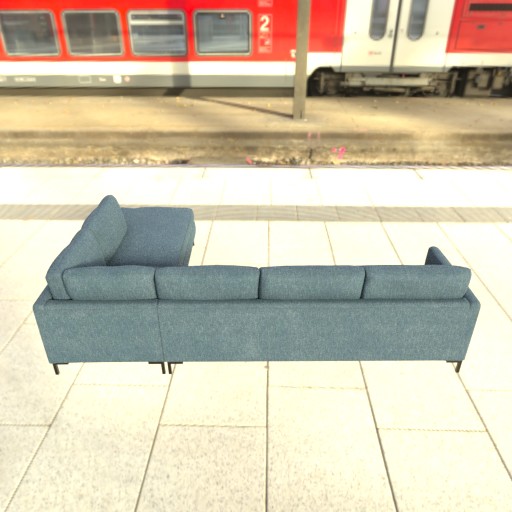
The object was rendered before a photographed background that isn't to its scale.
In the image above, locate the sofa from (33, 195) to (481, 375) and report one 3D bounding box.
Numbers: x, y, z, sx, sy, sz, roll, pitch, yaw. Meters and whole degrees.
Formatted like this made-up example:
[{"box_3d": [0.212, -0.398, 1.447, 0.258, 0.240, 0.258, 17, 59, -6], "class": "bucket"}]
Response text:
[{"box_3d": [0.000, 0.000, 3.799, 2.949, 0.815, 2.007, 0, 30, 0], "class": "sofa"}]
